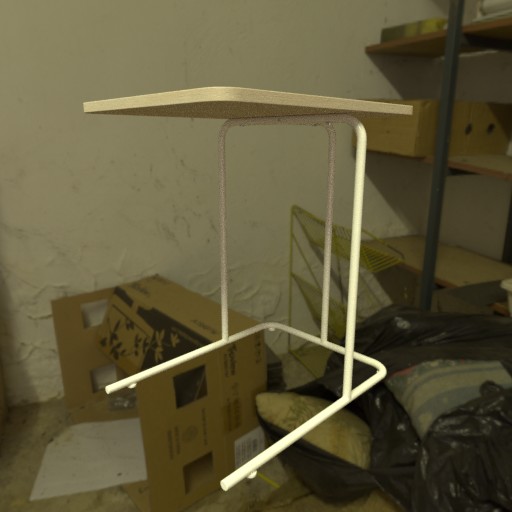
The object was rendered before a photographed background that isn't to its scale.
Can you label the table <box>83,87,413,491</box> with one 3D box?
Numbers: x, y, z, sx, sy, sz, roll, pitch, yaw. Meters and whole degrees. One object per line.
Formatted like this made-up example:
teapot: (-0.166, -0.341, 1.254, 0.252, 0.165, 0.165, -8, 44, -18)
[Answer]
table: (0.000, 0.000, 0.852, 0.480, 0.550, 0.370, -14, 20, -43)
